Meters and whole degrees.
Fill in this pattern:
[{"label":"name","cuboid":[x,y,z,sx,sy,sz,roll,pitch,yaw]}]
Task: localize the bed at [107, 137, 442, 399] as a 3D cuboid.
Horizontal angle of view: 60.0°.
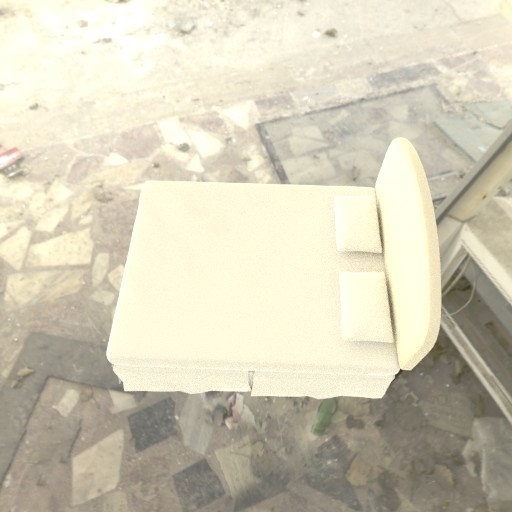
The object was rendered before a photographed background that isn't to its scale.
[{"label":"bed","cuboid":[0.000,0.000,3.127,2.005,1.410,1.607,2,59,1]}]
